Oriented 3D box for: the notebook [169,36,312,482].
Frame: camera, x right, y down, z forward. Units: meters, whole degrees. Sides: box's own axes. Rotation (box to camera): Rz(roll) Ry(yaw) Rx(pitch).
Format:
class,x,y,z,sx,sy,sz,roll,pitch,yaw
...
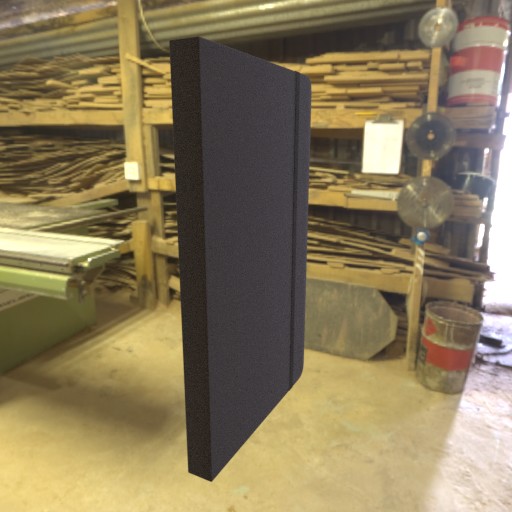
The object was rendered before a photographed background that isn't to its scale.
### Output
class,x,y,z,sx,sy,sz,roll,pitch,yaw
notebook,0.000,0.000,0.262,0.016,0.213,0.127,7,16,27
